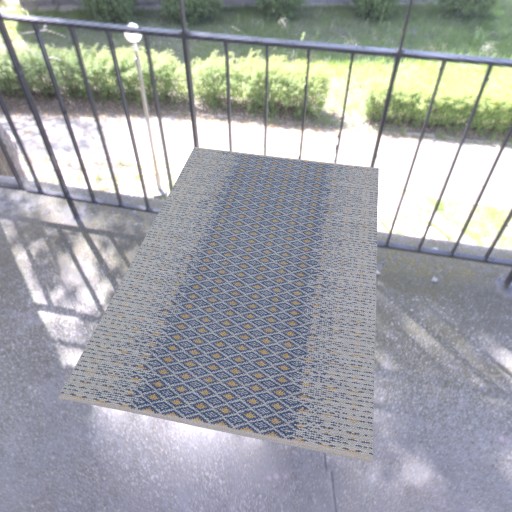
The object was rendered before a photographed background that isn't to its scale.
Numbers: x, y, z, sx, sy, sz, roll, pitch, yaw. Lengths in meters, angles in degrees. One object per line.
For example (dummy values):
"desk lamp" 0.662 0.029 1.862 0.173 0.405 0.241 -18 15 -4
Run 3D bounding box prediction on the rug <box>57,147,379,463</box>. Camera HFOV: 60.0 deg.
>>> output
"rug" 0.000 0.000 2.275 1.219 0.005 1.828 8 47 8
